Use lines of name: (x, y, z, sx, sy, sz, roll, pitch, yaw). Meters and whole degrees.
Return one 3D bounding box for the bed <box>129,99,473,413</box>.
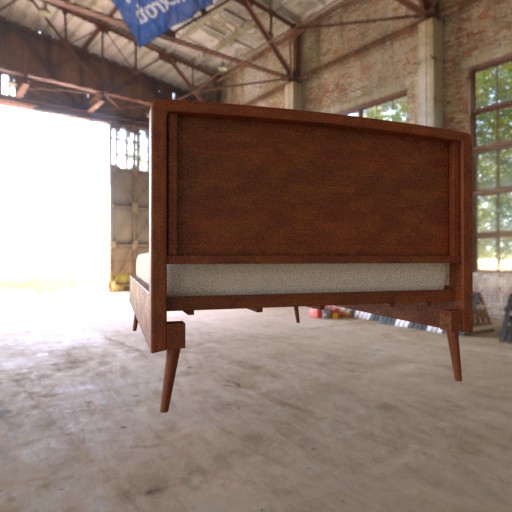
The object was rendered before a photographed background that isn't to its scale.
bed: (0.000, 0.000, 3.034, 1.587, 1.275, 2.196, 0, 0, -18)
